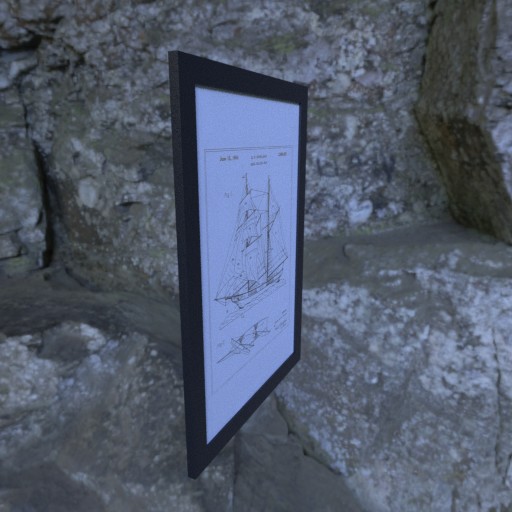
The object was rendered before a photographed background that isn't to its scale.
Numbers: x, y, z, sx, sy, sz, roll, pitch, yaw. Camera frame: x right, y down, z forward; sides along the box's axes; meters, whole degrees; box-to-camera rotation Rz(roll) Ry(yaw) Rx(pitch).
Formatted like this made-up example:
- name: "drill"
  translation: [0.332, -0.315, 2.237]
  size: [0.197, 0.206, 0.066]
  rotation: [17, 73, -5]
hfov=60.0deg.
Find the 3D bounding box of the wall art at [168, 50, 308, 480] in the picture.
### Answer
- name: "wall art"
  translation: [0.000, 0.000, 0.695]
  size: [0.013, 0.534, 0.381]
  rotation: [8, 17, 26]
